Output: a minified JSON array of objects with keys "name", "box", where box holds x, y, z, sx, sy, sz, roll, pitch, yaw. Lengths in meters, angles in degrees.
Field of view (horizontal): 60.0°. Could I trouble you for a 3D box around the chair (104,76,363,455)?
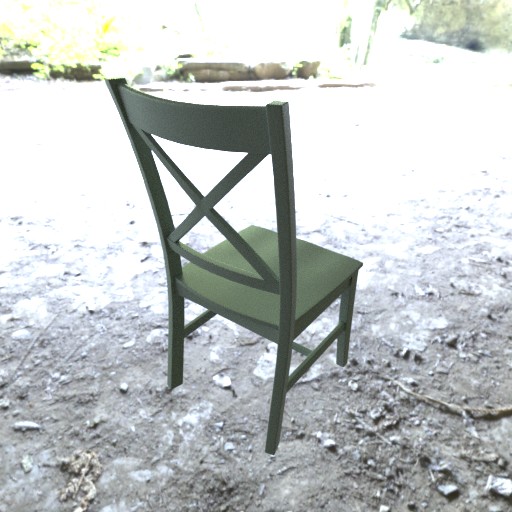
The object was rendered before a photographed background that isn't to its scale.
[{"name":"chair","box":[0.000,0.000,1.285,0.485,0.983,0.542,21,36,32]}]
